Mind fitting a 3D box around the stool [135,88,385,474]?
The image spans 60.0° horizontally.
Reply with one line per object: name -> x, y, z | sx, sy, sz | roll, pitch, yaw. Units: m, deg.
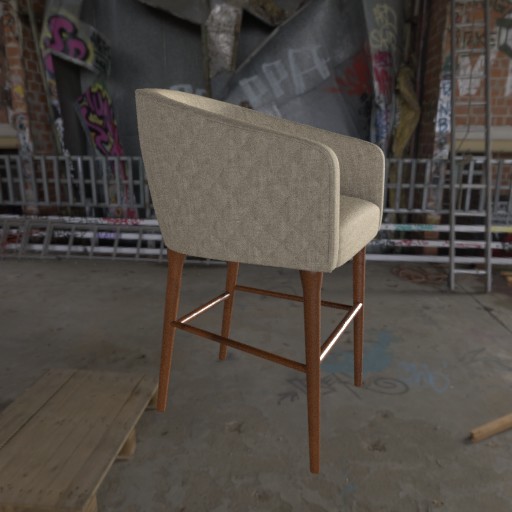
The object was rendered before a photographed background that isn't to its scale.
stool -> 0.000, 0.000, 1.314 | 0.635, 0.952, 0.559 | 7, 16, 25
